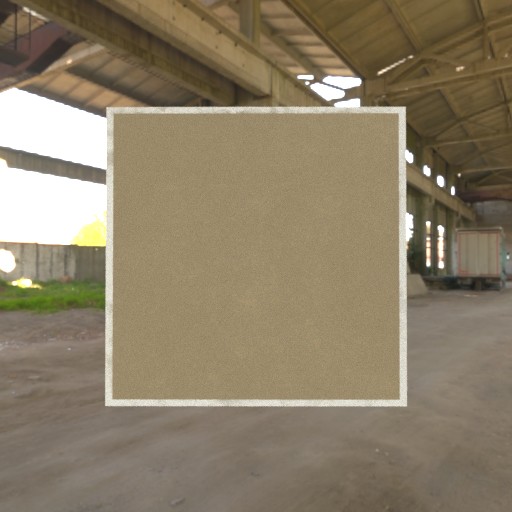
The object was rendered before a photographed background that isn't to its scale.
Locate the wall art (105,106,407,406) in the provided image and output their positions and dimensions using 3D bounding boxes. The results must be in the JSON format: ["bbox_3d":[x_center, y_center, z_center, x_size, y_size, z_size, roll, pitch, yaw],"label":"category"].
[{"bbox_3d":[0.000,0.000,1.140,0.760,0.757,0.038,0,-1,0],"label":"wall art"}]
